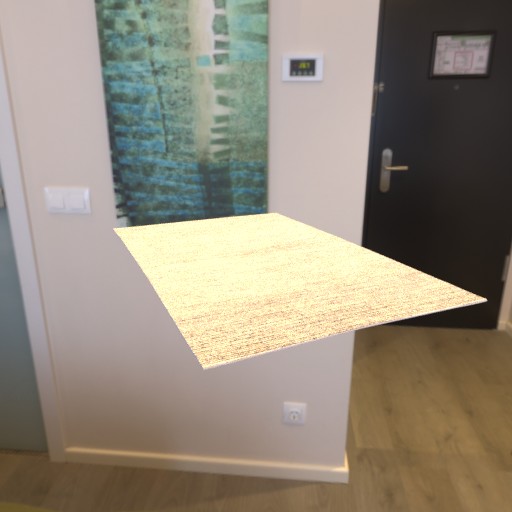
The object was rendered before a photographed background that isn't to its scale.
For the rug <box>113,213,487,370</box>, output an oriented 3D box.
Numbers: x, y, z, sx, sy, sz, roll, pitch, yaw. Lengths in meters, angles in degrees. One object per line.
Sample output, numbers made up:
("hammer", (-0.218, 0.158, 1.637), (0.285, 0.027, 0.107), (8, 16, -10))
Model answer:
("rug", (0.000, 0.000, 2.229), (1.149, 0.021, 1.773), (-8, 19, -24))
